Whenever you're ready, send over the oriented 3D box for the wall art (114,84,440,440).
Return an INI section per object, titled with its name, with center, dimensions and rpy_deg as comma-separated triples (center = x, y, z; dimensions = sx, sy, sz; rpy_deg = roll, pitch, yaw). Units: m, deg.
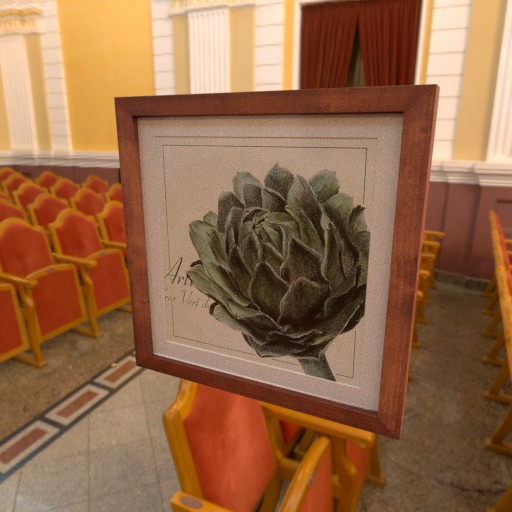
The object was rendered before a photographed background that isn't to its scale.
[wall art]
center = 0.000, 0.000, 0.556
dimensions = 0.386, 0.385, 0.038
rpy_deg = 8, 18, 25
